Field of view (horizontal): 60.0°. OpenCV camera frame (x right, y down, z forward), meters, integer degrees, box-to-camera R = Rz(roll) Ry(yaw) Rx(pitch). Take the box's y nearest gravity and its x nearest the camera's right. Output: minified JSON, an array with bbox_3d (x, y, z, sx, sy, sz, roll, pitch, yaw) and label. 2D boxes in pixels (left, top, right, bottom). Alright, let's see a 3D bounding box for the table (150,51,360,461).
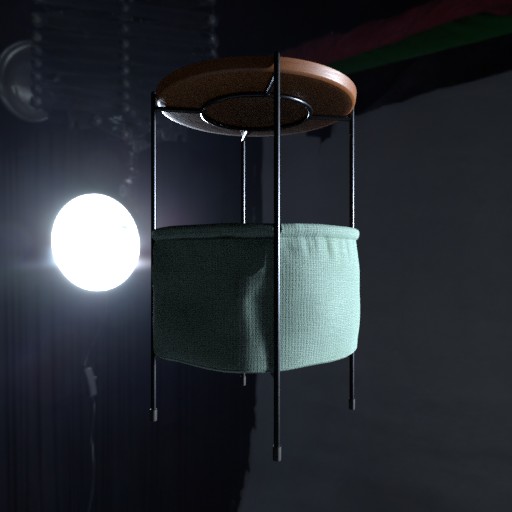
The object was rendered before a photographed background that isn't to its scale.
[{"bbox_3d":[0.000,0.000,0.873,0.400,0.623,0.400,0,0,36],"label":"table"}]
